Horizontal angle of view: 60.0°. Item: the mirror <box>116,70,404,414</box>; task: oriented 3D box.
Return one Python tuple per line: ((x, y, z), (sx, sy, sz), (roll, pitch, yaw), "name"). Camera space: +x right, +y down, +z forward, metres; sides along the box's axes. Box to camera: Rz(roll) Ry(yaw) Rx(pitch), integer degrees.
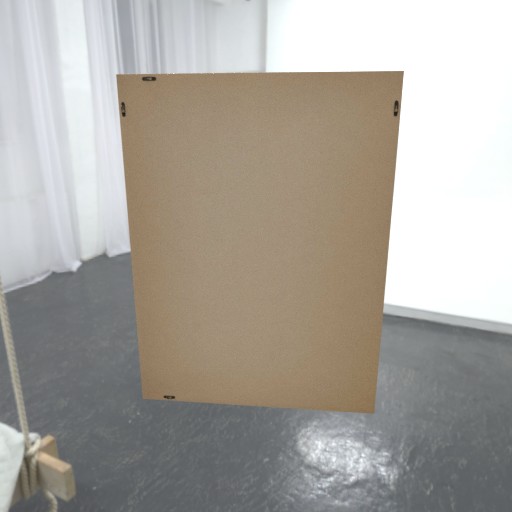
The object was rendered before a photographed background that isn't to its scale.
((0.000, 0.000, 1.324), (0.762, 1.016, 0.041), (2, 16, 6), "mirror")
